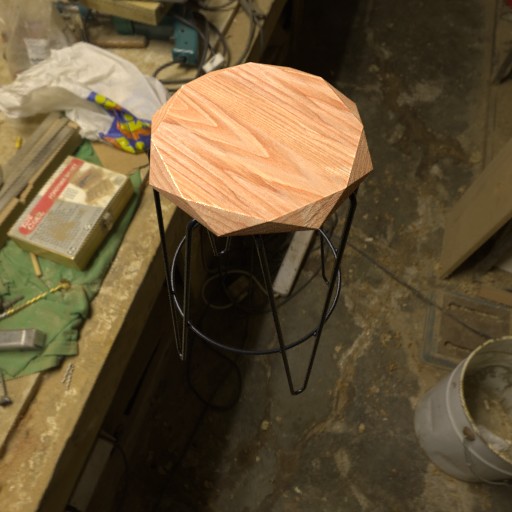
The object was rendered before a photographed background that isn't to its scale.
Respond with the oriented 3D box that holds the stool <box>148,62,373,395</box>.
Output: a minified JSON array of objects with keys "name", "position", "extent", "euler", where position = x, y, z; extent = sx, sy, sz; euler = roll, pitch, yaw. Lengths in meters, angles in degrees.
[{"name":"stool","position":[0.000,0.000,0.794],"extent":[0.326,0.610,0.326],"euler":[16,62,8]}]
